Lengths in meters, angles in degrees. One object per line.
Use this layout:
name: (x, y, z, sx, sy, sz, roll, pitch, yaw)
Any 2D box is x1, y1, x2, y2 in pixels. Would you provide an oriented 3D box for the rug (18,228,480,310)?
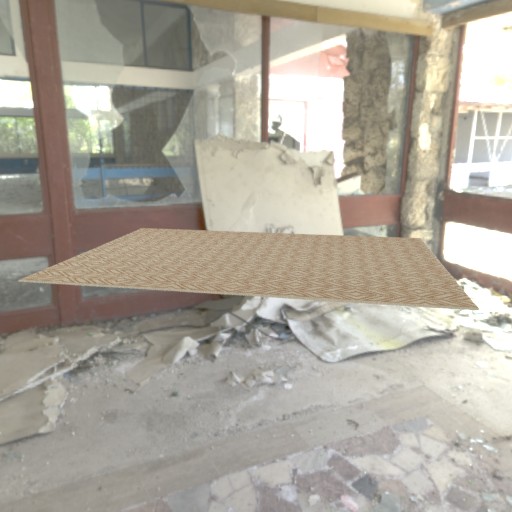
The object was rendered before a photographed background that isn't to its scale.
rug: (0.000, 0.000, 2.297, 1.828, 0.007, 1.220, 3, 14, 10)
